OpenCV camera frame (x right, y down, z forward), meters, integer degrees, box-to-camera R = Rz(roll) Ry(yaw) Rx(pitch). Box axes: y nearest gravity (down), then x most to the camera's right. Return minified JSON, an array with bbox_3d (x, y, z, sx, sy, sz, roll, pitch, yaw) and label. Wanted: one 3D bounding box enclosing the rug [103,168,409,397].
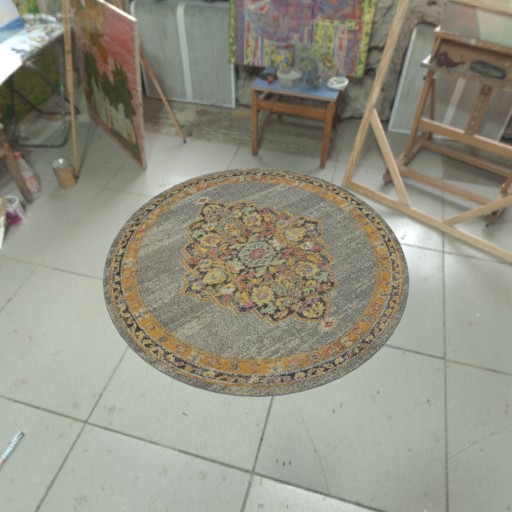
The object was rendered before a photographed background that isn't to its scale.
[{"bbox_3d":[0.000,0.000,3.540,2.382,0.014,2.382,0,47,0],"label":"rug"}]
